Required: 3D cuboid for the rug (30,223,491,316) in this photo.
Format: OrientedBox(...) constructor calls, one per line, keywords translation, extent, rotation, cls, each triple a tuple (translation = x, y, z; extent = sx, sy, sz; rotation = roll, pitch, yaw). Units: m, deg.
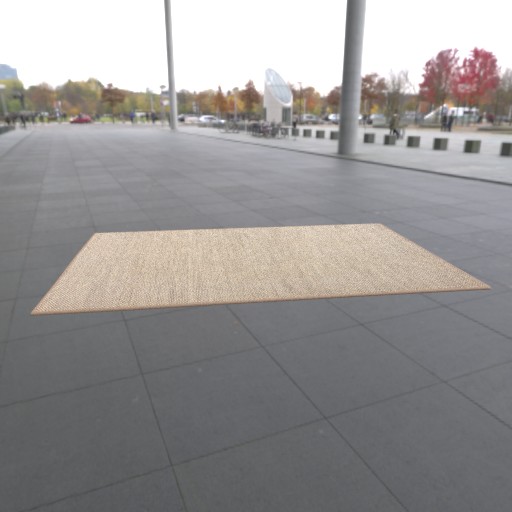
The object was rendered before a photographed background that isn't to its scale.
OrientedBox(translation=(0.000, 0.000, 2.072), extent=(1.668, 0.012, 1.061), rotation=(-2, 18, -8), cls="rug")
